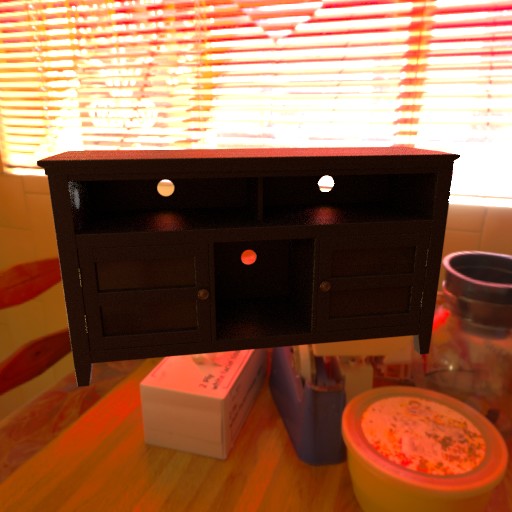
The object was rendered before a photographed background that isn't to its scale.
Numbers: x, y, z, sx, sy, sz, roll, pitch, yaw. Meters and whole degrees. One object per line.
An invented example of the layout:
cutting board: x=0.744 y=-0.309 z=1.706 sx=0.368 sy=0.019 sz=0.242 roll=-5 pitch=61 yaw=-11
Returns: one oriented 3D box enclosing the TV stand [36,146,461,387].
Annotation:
TV stand: x=0.000 y=0.000 z=1.490 sx=1.198 sy=0.681 sz=0.347 roll=-3 pitch=18 yaw=-9
